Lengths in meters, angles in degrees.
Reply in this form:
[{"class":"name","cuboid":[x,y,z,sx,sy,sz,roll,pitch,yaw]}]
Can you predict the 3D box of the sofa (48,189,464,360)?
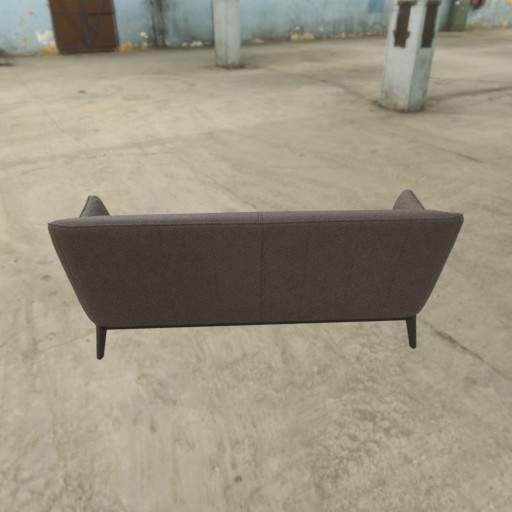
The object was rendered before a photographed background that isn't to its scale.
[{"class":"sofa","cuboid":[0.000,0.000,2.392,1.928,0.831,0.869,-1,30,-3]}]
